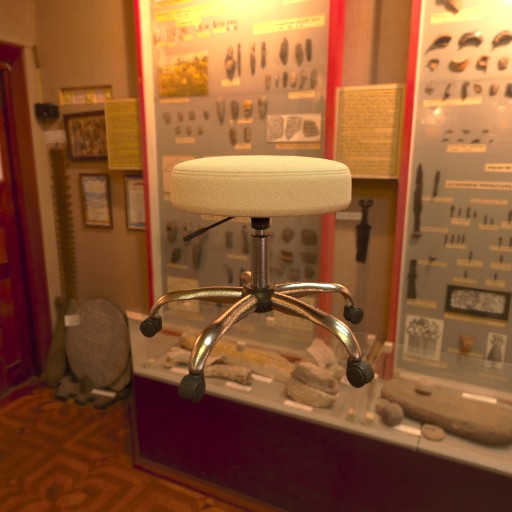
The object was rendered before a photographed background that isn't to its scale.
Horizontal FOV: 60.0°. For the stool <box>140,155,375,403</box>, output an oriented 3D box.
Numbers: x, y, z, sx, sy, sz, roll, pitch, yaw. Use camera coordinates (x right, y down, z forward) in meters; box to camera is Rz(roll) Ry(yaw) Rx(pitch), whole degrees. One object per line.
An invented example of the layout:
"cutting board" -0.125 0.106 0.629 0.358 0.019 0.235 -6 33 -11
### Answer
"stool" 0.000 0.000 1.092 0.634 0.482 0.614 7 15 27
